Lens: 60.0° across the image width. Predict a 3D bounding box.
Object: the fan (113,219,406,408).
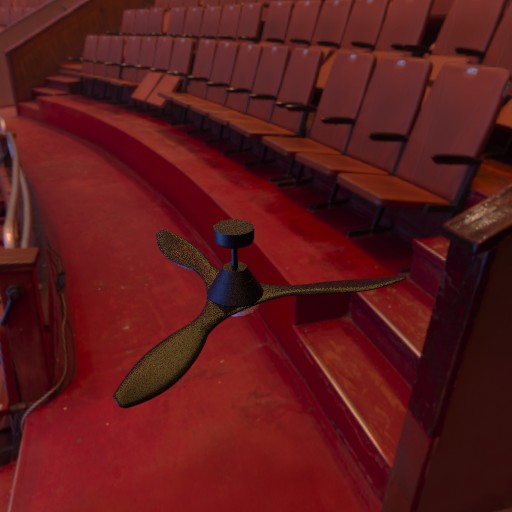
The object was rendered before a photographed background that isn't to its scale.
[{"bbox_3d":[0.000,0.000,1.640,1.067,0.305,1.067,-8,28,-16],"label":"fan"}]
